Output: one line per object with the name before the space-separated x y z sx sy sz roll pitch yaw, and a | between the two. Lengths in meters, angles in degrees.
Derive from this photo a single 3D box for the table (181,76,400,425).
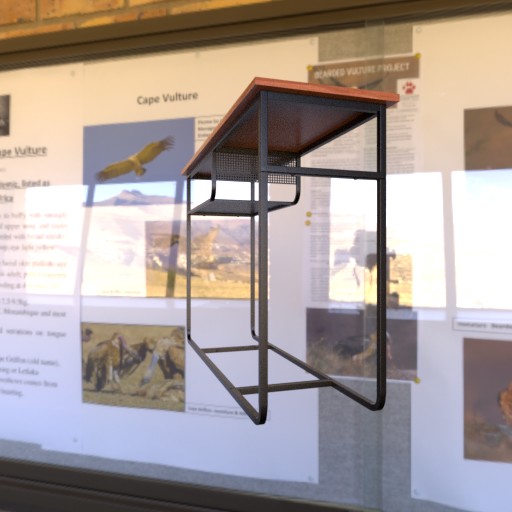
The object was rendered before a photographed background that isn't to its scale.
table | 0.000 0.000 1.497 0.350 0.750 1.100 0 0 -17
